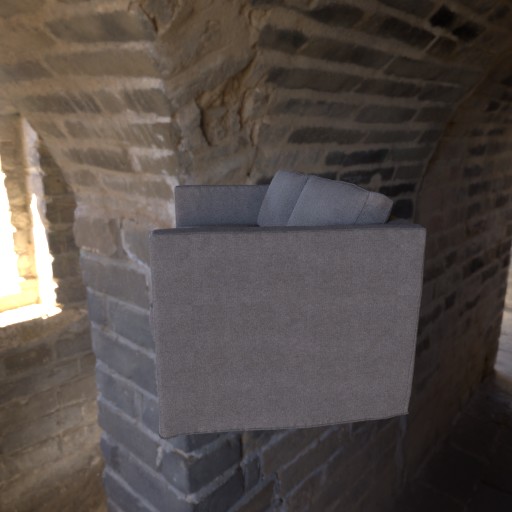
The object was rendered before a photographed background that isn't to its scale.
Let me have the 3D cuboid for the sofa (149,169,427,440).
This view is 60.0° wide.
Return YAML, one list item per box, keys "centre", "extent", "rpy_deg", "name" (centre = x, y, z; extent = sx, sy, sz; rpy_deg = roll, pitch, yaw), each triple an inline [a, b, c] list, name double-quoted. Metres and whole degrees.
- centre: [0.000, 0.000, 2.361]
  extent: [0.974, 0.854, 1.802]
  rpy_deg: [-2, 14, -7]
  name: "sofa"
